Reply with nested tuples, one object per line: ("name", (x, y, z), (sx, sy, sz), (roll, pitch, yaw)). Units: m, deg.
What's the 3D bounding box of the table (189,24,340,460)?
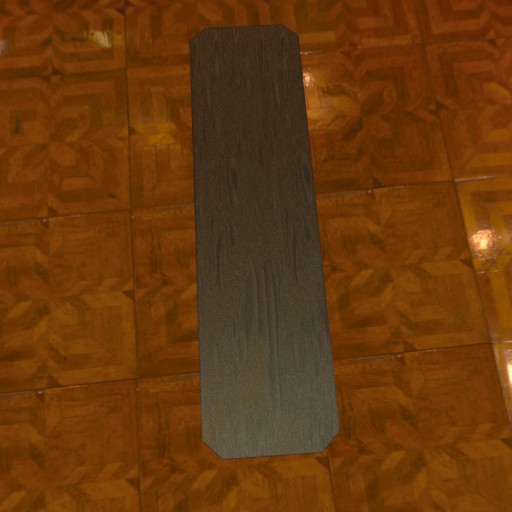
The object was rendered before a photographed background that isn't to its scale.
("table", (0.000, 0.000, 1.444), (0.329, 0.800, 1.112), (-4, 75, -1))
